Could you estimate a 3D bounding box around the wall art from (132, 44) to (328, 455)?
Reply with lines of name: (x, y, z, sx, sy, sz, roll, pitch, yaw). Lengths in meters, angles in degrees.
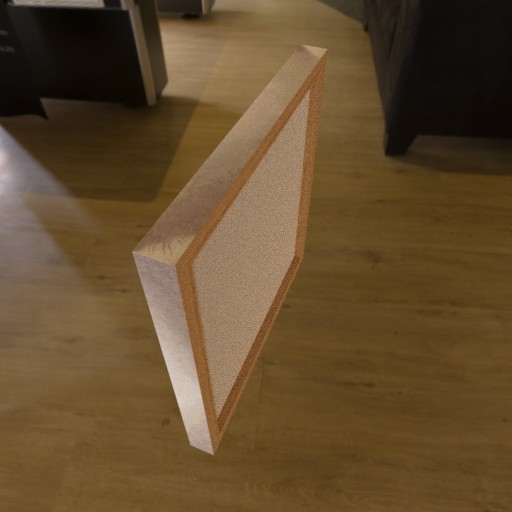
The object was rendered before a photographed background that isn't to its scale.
wall art: (0.000, 0.000, 0.453, 0.028, 0.303, 0.303, 17, 50, 15)
